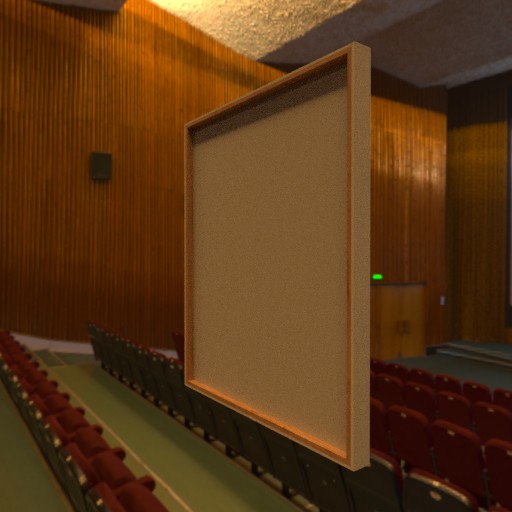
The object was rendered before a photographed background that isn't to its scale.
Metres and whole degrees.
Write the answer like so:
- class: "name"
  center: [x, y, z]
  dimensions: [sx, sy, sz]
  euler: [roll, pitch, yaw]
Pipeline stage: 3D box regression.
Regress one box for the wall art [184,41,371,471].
- class: "wall art"
  center: [0.000, 0.000, 0.837]
  dimensions: [0.037, 0.606, 0.508]
  euler: [0, 1, -37]
